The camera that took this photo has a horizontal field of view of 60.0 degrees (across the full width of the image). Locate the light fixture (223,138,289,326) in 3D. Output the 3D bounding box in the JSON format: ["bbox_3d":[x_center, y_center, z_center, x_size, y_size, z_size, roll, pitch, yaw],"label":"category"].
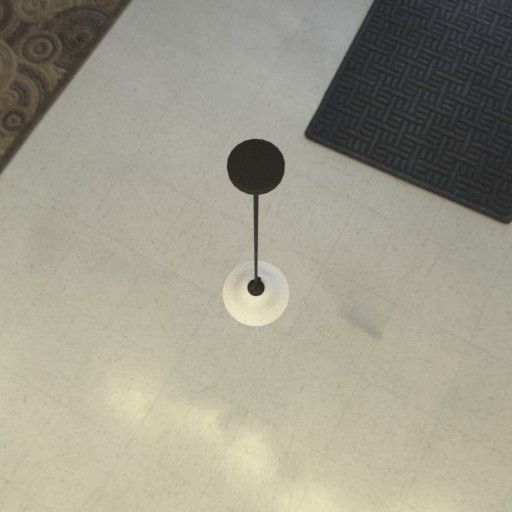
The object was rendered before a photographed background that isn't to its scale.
[{"bbox_3d":[0.000,0.000,1.508,0.324,1.337,0.324,31,77,8],"label":"light fixture"}]
